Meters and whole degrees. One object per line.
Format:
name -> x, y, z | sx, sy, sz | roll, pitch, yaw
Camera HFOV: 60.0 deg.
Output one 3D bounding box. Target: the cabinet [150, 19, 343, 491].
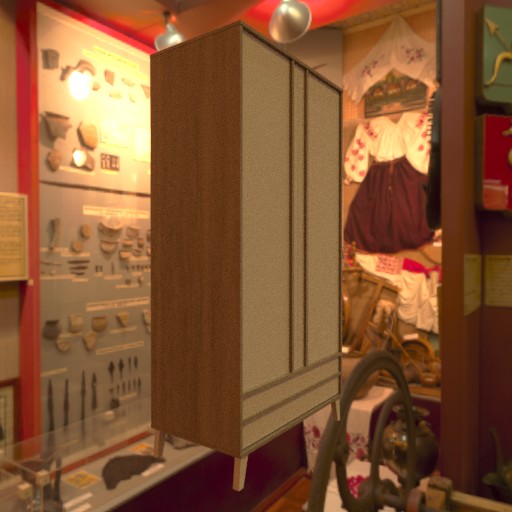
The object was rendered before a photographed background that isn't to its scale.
cabinet -> 0.000, 0.000, 2.446 | 0.571, 1.999, 1.006 | 1, 1, 36
